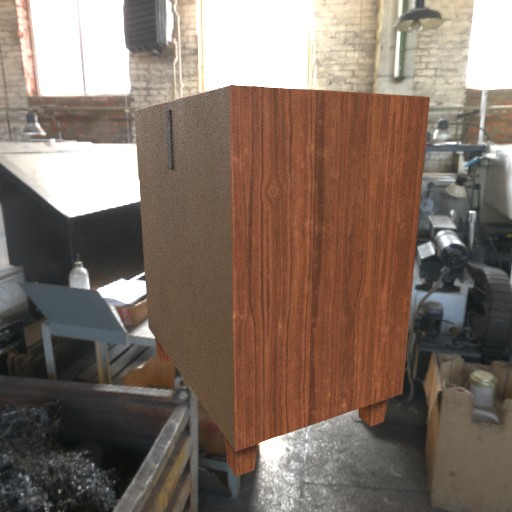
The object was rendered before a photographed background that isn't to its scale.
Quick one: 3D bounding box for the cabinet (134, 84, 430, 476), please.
[{"bbox_3d":[0.000,0.000,1.070,0.410,0.695,0.607,-7,16,-27],"label":"cabinet"}]
